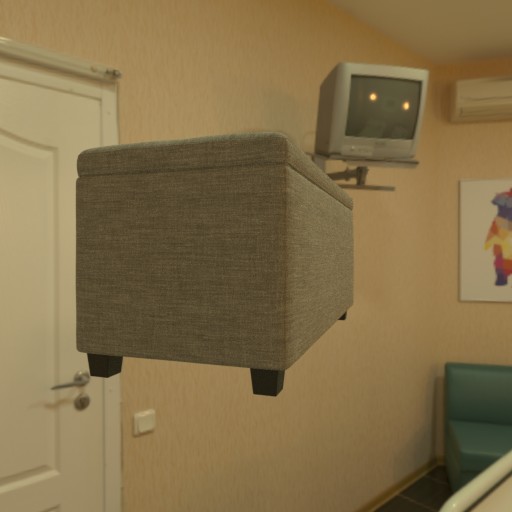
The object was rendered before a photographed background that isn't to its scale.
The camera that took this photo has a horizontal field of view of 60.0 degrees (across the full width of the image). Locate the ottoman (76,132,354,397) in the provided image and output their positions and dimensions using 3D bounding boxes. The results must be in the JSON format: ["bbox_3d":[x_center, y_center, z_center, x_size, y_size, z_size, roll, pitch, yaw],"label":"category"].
[{"bbox_3d":[0.000,0.000,1.150,0.419,0.432,0.902,0,1,19],"label":"ottoman"}]
